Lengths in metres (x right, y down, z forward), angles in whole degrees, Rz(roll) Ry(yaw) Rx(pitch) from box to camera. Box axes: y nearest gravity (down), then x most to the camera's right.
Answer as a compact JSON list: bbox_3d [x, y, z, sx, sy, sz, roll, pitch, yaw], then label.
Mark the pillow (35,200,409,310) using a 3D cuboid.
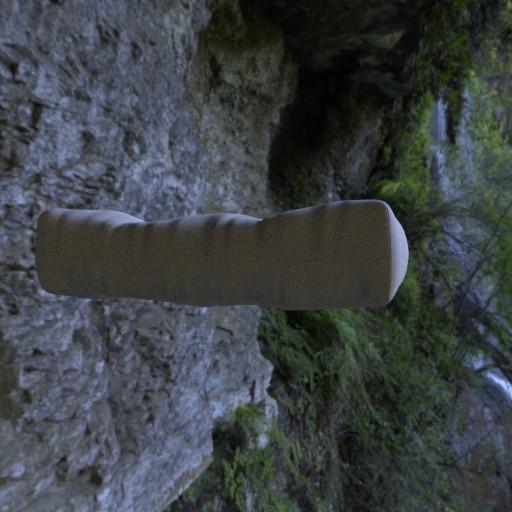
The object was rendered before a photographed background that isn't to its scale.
[{"bbox_3d":[0.000,0.000,0.726,0.468,0.128,0.490,0,0,18],"label":"pillow"}]
